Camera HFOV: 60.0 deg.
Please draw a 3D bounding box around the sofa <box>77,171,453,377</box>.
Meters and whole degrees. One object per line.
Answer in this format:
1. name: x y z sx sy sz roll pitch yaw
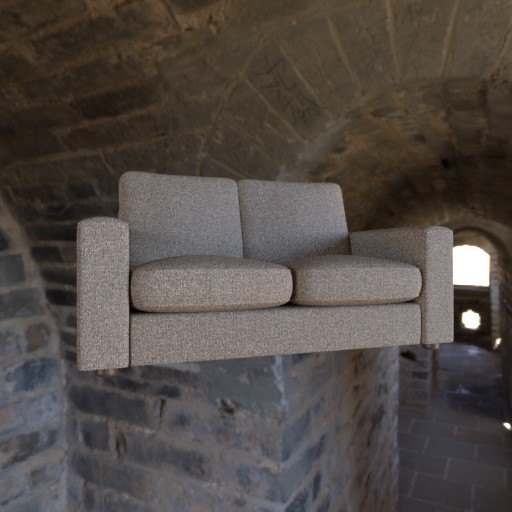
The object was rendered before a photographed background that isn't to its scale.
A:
1. sofa: 0.000 0.000 2.216 1.616 0.873 1.016 0 0 -19
